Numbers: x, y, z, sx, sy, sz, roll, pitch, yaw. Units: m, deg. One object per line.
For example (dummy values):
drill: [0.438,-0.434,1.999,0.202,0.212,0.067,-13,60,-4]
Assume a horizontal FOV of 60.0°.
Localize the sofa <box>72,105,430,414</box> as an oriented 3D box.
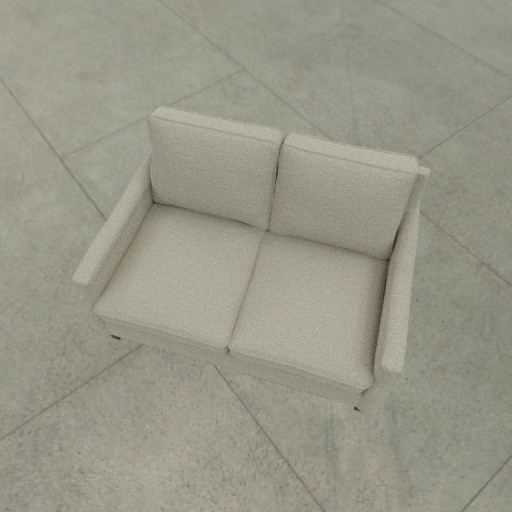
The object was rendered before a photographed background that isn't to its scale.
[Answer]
sofa: [0.000,0.000,2.348,1.597,1.003,1.084,14,59,9]
